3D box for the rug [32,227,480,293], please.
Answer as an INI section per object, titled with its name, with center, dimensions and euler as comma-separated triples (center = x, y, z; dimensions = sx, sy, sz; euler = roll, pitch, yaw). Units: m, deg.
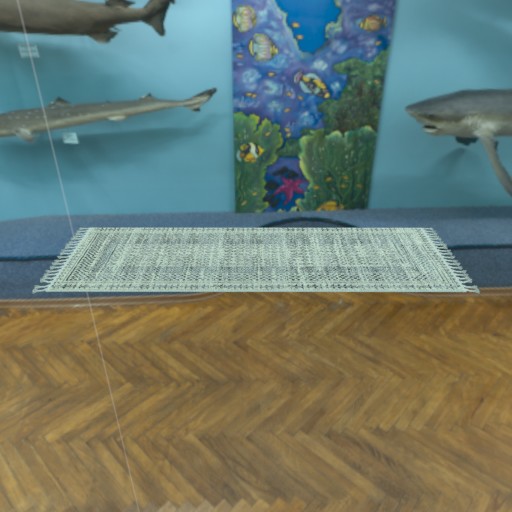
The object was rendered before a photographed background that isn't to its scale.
[rug]
center = 0.000, 0.000, 2.754
dimensions = 2.480, 0.013, 0.786
euler = 0, 31, 0
